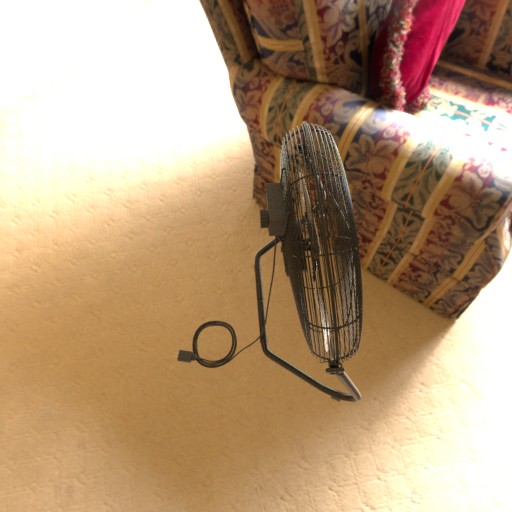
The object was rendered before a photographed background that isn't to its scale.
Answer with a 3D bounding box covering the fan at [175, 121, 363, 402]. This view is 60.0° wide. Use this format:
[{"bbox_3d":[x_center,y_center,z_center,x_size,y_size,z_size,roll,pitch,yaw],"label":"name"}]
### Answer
[{"bbox_3d":[0.000,0.000,0.927,0.424,0.546,0.555,-4,63,-2],"label":"fan"}]
